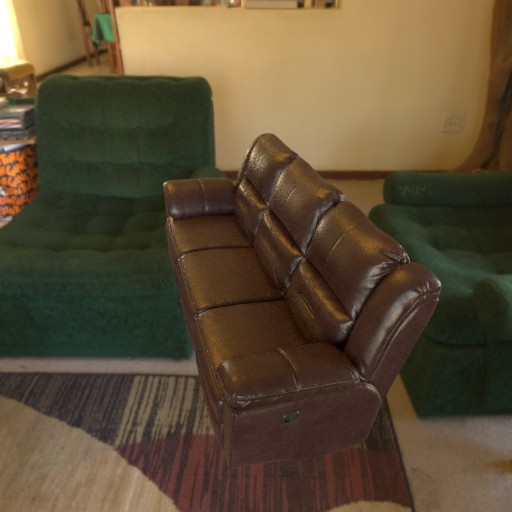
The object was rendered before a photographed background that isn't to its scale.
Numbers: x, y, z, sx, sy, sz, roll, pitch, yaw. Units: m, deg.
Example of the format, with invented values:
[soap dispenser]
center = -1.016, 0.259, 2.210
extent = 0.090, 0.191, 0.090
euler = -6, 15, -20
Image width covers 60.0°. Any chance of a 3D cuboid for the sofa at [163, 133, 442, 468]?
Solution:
[sofa]
center = 0.000, 0.000, 2.830
extent = 0.991, 1.043, 2.337
euler = -9, 33, -14
